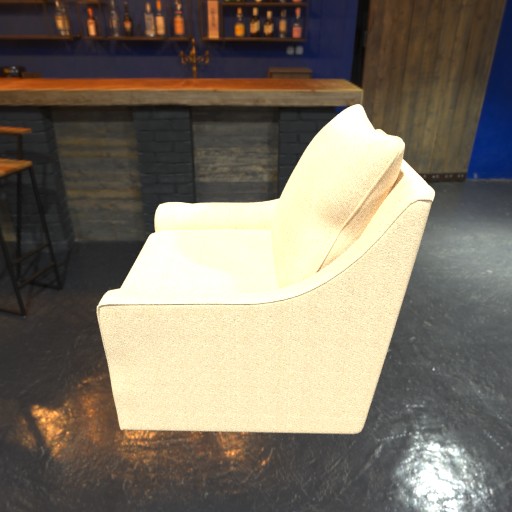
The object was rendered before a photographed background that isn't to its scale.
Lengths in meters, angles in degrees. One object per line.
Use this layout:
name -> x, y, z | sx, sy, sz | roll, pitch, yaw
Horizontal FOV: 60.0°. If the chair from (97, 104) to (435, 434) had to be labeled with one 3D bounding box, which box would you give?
chair -> 0.000, 0.000, 1.531 | 0.876, 0.927, 0.760 | 1, 28, 1
